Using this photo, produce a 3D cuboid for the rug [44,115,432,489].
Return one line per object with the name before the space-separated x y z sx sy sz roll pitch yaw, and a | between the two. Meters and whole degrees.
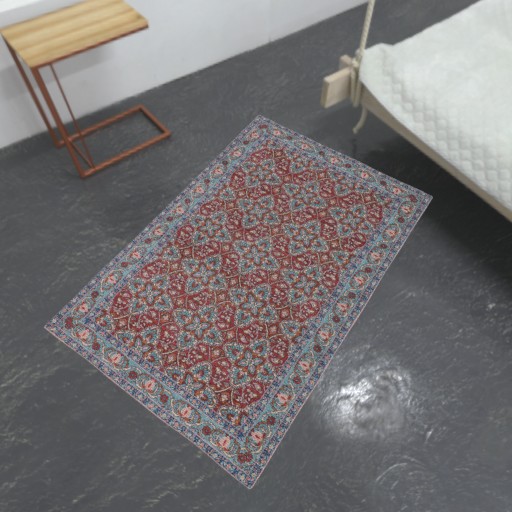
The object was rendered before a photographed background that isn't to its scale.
rug | 0.000 0.000 2.343 1.219 0.009 1.829 31 63 18
